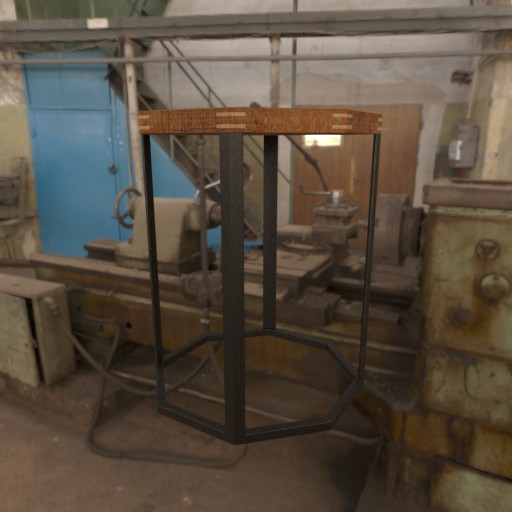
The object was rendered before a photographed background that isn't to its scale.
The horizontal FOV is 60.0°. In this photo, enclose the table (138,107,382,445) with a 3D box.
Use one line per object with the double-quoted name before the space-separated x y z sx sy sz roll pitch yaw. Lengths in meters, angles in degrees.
"table" 0.000 0.000 0.898 0.458 0.543 0.458 2 15 9
